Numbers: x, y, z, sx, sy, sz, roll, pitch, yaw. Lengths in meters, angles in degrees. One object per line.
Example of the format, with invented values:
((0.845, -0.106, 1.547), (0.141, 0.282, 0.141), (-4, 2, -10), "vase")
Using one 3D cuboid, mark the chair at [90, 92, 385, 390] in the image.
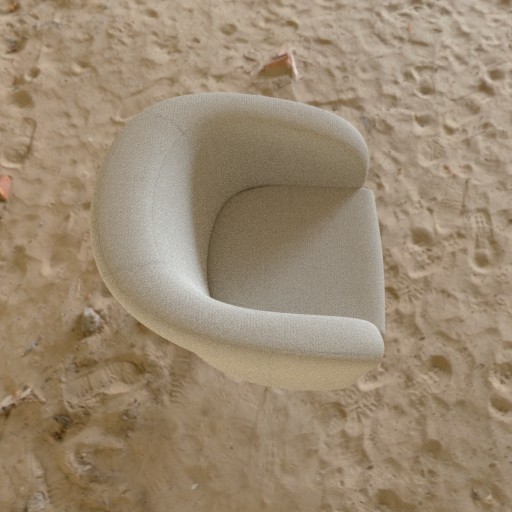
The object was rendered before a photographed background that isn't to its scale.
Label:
((0.000, 0.000, 1.427), (0.815, 0.771, 0.791), (3, 64, 1), "chair")
